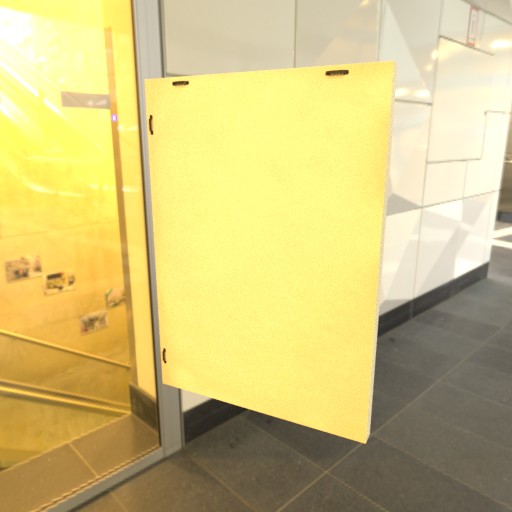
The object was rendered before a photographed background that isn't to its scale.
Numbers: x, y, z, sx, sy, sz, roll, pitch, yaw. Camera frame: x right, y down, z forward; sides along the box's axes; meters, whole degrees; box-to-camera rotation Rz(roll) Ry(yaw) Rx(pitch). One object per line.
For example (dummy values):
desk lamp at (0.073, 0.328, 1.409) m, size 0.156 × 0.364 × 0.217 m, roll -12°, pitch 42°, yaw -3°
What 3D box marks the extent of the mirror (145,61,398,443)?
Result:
mirror at (0.000, 0.000, 0.919) m, size 0.507 × 0.710 × 0.040 m, roll 7°, pitch 16°, yaw 26°
